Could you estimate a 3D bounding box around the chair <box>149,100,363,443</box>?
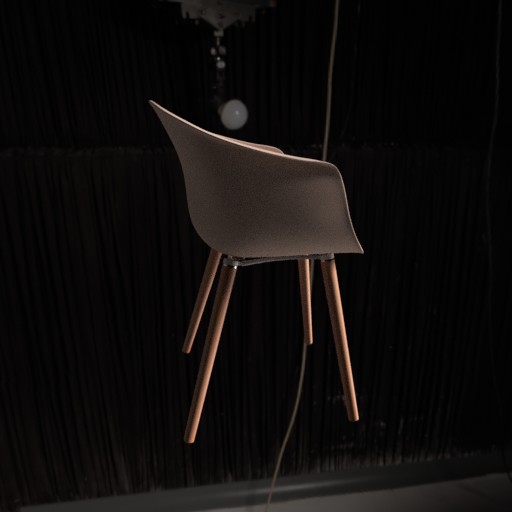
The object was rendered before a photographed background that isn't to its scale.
[{"bbox_3d":[0.000,0.000,1.185,0.504,0.781,0.593,-3,17,-9],"label":"chair"}]
